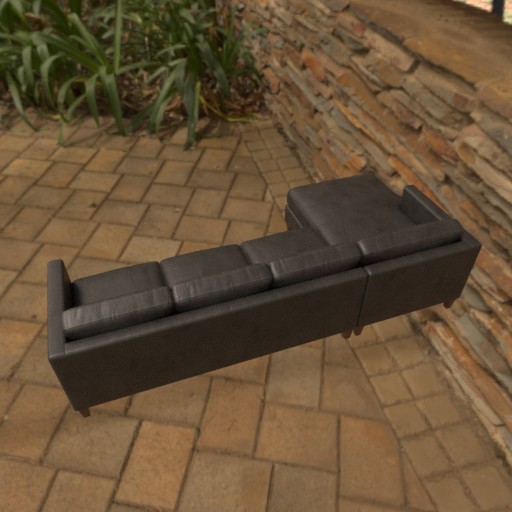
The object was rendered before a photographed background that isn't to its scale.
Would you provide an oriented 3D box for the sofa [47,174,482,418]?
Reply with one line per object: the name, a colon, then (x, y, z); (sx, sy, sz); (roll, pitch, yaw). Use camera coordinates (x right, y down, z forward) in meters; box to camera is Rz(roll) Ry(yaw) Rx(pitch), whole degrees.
sofa: (0.000, 0.000, 3.796); (3.203, 0.883, 1.581); (-13, 43, -15)
